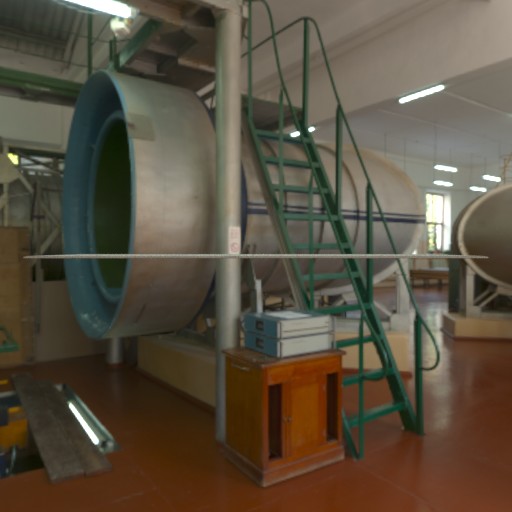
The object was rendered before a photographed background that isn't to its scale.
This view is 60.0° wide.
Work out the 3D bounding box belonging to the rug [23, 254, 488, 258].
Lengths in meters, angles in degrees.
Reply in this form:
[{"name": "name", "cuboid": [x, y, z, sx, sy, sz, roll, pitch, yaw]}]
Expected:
[{"name": "rug", "cuboid": [0.000, 0.000, 2.419, 2.196, 0.011, 0.662, 0, 1, 0]}]
